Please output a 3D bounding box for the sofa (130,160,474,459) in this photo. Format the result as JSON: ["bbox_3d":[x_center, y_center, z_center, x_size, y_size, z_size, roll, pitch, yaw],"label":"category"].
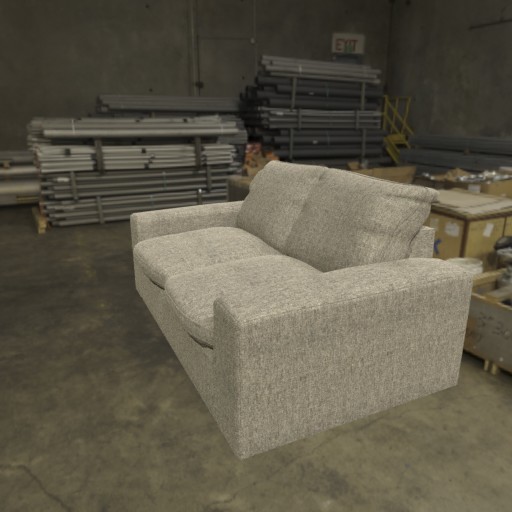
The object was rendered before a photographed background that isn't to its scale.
[{"bbox_3d":[0.000,0.000,2.320,1.094,0.877,1.758,-8,19,-24],"label":"sofa"}]
